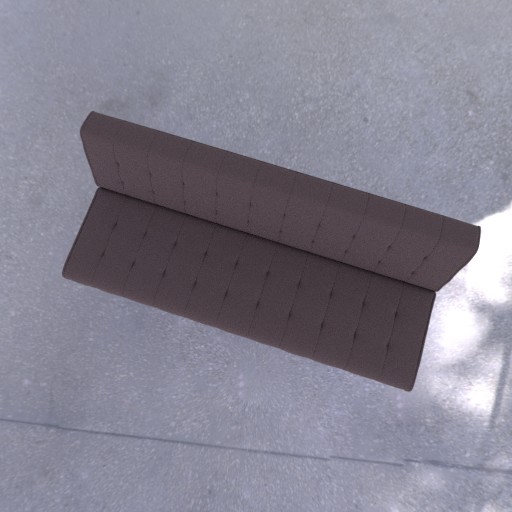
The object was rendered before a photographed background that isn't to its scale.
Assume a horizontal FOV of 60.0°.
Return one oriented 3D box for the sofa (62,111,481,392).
[{"bbox_3d":[0.000,0.000,2.088,1.703,0.699,0.747,17,77,4],"label":"sofa"}]
